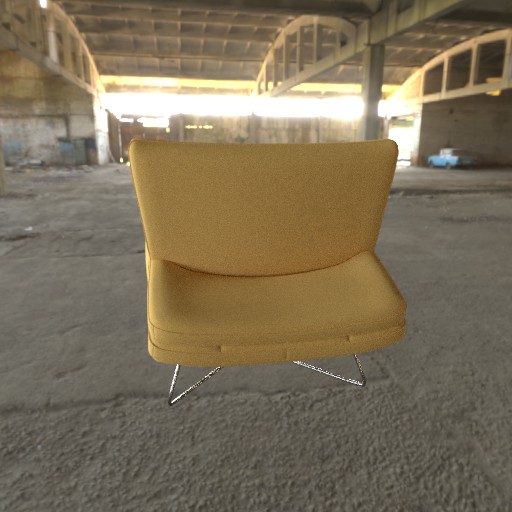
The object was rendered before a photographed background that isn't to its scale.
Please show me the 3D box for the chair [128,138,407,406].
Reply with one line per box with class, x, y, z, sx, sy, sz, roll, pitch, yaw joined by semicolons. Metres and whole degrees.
chair;0.000;0.000;1.680;0.859;0.855;1.008;-3;14;-10
